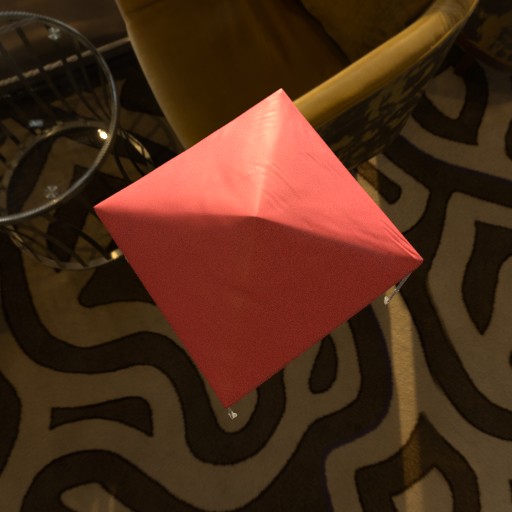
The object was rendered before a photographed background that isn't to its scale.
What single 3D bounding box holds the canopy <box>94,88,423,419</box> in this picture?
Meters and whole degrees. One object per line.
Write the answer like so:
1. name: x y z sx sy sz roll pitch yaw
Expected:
1. canopy: 0.000 0.000 6.644 3.599 3.600 3.600 -35 79 -8
